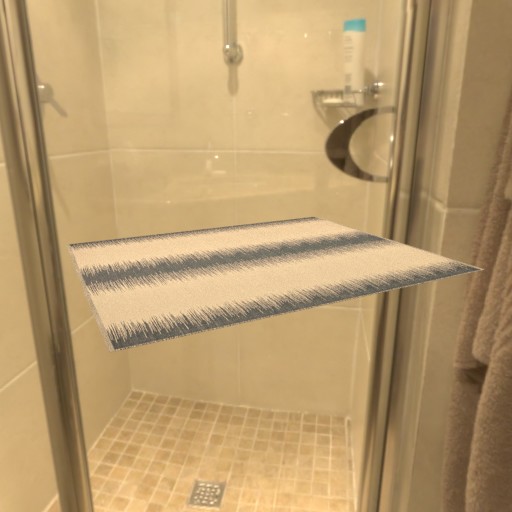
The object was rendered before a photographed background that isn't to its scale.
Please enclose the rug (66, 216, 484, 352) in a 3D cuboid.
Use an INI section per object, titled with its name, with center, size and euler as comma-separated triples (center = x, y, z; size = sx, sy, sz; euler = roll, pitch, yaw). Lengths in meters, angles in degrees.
[rug]
center = 0.000, 0.000, 4.067
size = 3.037, 0.004, 2.453
euler = -8, 19, -26
